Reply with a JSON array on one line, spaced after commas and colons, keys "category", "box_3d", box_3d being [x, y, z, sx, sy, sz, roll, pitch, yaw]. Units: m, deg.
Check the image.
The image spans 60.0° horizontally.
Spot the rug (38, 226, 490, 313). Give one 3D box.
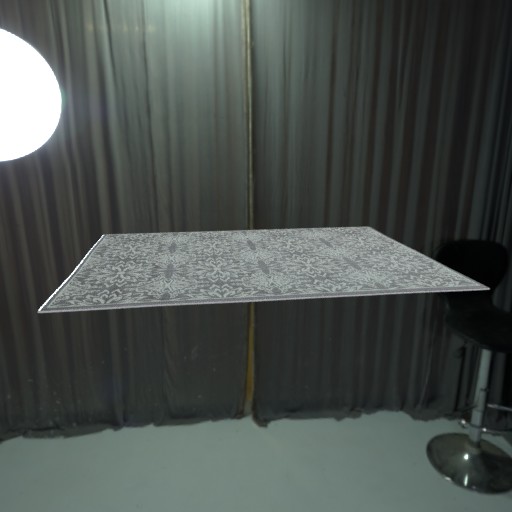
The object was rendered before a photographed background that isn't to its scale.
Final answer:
[{"category": "rug", "box_3d": [0.000, 0.000, 2.906, 2.213, 0.014, 1.608, -2, 15, -8]}]
